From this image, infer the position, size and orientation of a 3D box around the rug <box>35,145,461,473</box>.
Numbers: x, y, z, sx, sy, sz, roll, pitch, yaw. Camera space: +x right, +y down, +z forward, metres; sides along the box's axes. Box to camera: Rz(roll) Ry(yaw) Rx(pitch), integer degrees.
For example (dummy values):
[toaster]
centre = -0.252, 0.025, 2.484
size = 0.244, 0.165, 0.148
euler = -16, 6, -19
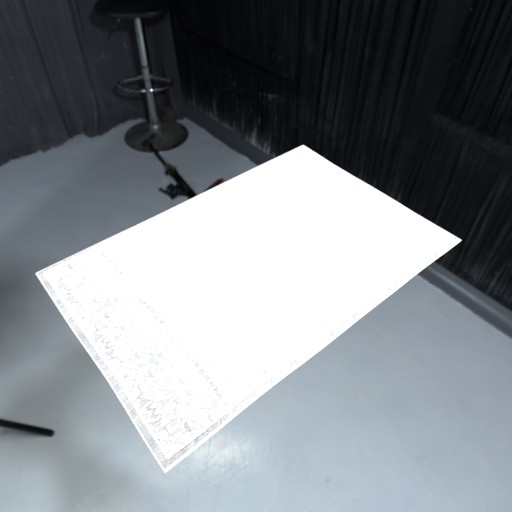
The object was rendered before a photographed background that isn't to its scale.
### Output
[rug]
centre = 0.000, 0.000, 3.406
size = 2.746, 0.018, 1.819
euler = -31, 53, -26
